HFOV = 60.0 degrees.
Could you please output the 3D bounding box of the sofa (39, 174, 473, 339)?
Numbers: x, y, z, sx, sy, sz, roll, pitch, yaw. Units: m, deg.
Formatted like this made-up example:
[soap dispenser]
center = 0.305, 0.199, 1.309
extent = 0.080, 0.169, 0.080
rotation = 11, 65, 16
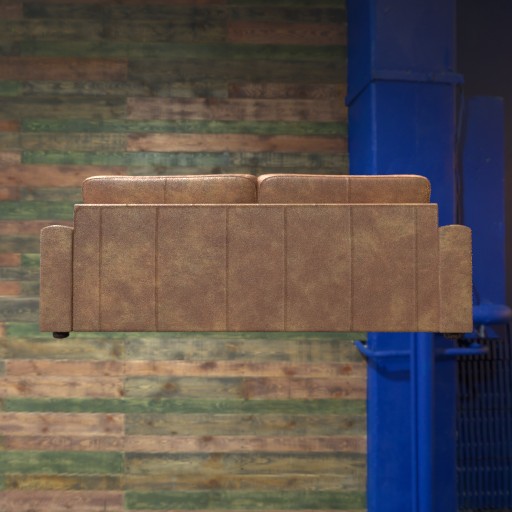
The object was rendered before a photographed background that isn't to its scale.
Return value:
[sofa]
center = 0.000, 0.000, 2.729
extent = 2.179, 0.873, 1.016
rotation = 0, -1, 1
